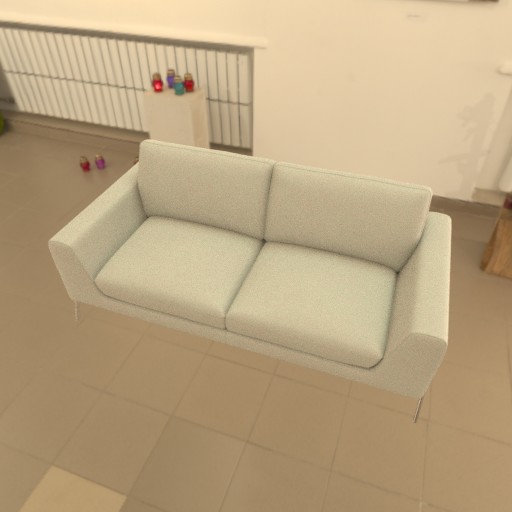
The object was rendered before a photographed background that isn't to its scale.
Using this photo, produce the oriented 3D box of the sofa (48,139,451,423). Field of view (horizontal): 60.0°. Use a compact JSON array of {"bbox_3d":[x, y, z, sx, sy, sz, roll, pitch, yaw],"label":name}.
[{"bbox_3d":[0.000,0.000,2.502,2.017,0.875,0.953,13,42,15],"label":"sofa"}]
